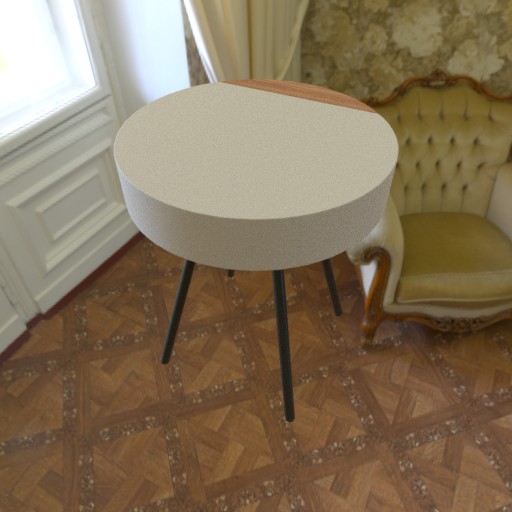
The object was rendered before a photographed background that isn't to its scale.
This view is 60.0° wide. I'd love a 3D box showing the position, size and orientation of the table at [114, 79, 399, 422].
[{"bbox_3d":[0.000,0.000,0.870,0.450,0.525,0.450,0,43,0],"label":"table"}]
